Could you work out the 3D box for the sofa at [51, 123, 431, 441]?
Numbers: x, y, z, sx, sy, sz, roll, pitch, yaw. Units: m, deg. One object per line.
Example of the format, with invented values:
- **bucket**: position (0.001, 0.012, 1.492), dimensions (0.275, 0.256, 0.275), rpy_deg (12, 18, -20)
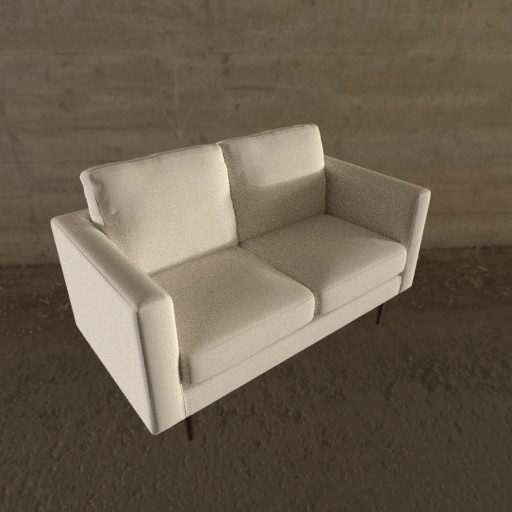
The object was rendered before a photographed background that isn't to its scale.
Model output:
- **sofa**: position (0.000, 0.000, 1.947), dimensions (1.430, 0.908, 0.796), rpy_deg (-22, 36, -33)
